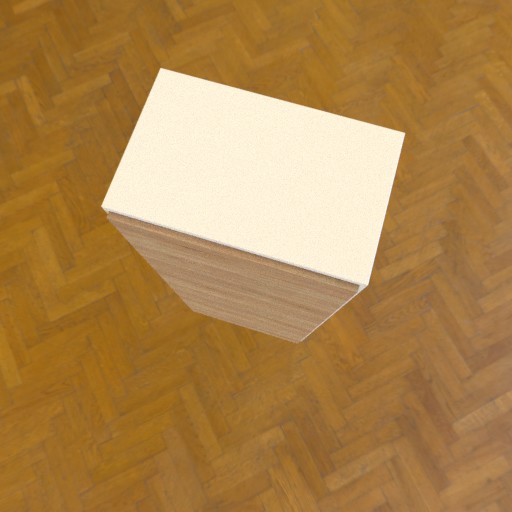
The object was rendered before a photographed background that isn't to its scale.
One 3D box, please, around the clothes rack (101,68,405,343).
[{"bbox_3d":[0.000,0.000,1.400,0.500,1.187,0.331,16,75,5],"label":"clothes rack"}]
